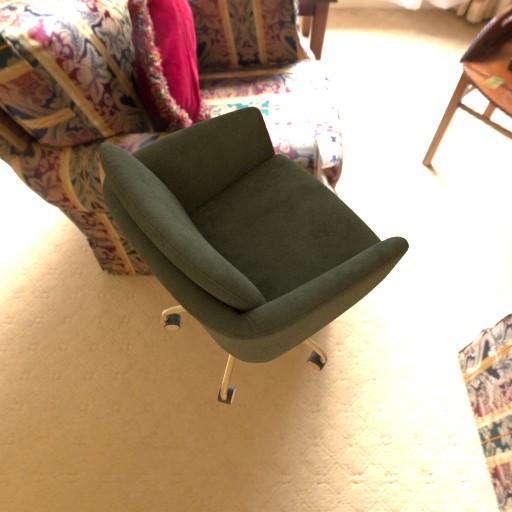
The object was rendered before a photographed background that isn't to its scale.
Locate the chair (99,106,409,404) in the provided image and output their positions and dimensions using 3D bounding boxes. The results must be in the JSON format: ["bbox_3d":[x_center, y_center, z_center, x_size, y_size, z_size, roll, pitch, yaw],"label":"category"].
[{"bbox_3d":[0.000,0.000,1.323,0.635,0.908,0.641,-34,64,-19],"label":"chair"}]
